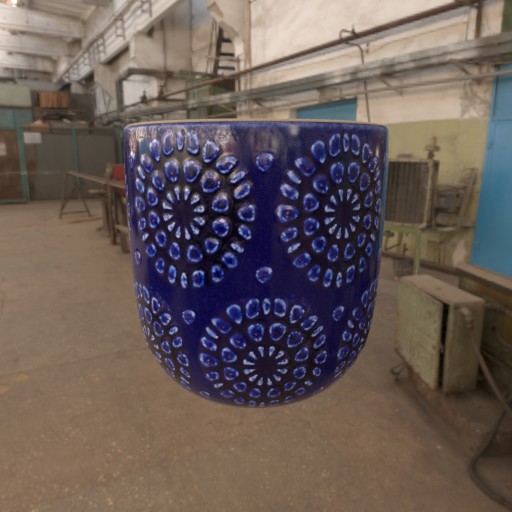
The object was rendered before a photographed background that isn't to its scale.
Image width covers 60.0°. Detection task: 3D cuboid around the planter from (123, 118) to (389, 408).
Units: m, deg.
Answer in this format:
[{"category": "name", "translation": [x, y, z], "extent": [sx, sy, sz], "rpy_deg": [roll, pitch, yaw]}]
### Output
[{"category": "planter", "translation": [0.000, 0.000, 0.200], "extent": [0.109, 0.112, 0.109], "rpy_deg": [0, 13, 0]}]
